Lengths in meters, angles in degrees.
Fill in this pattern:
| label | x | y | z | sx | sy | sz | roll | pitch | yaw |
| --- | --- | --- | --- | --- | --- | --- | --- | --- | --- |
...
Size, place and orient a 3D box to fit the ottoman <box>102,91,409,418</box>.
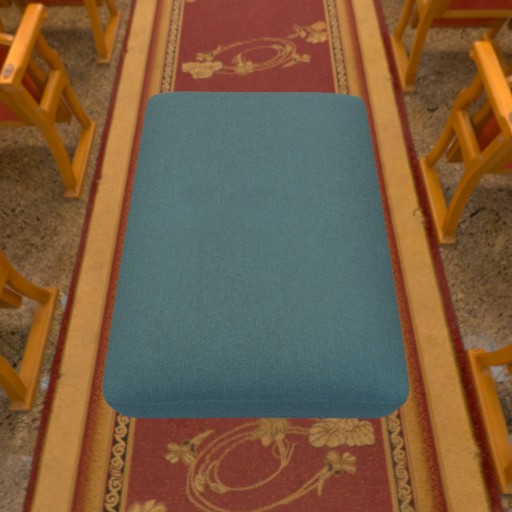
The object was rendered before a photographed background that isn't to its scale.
| label | x | y | z | sx | sy | sz | roll | pitch | yaw |
| --- | --- | --- | --- | --- | --- | --- | --- | --- | --- |
| ottoman | 0.000 | 0.000 | 1.055 | 0.549 | 0.428 | 0.749 | 0 | 62 | 0 |
